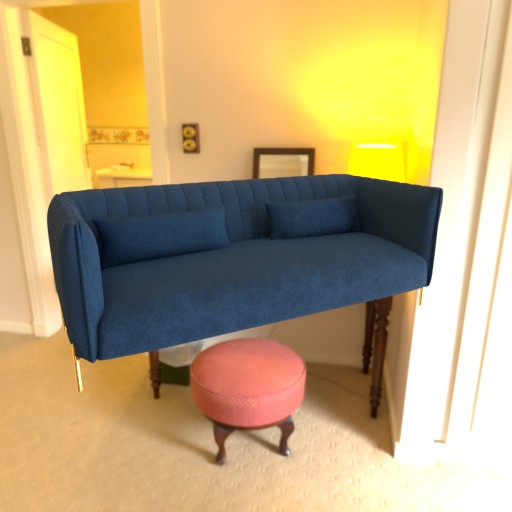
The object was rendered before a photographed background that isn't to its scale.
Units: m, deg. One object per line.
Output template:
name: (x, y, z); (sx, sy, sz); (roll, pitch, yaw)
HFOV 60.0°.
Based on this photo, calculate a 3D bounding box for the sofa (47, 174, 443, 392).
sofa: (0.000, 0.000, 2.585); (2.136, 0.793, 0.896); (-9, 19, -26)
